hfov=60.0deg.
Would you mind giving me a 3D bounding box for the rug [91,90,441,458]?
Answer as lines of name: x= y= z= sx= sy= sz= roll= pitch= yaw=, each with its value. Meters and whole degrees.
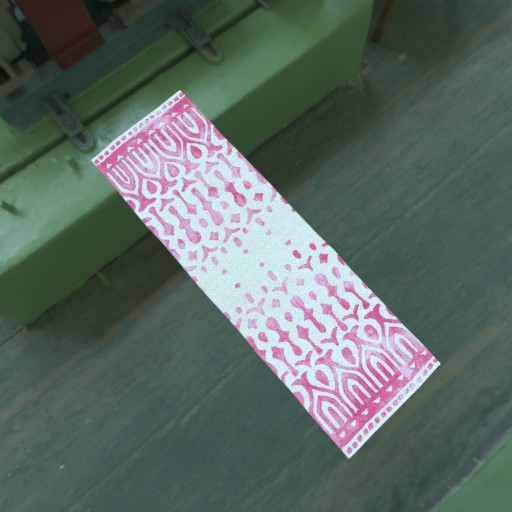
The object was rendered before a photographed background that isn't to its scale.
rug: x=0.000 y=0.000 z=2.774 sx=0.787 sy=0.011 sz=2.458 roll=-41 pitch=80 yaw=-9
